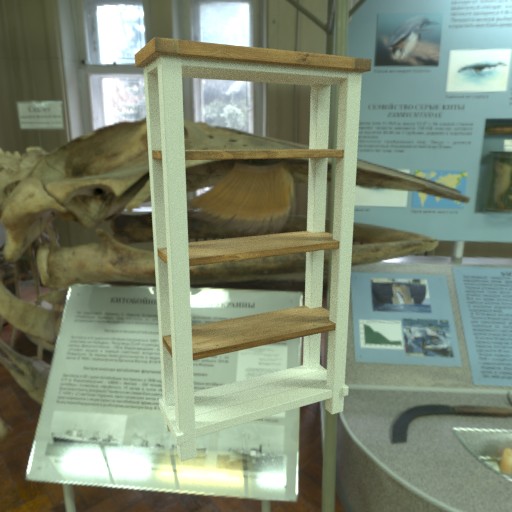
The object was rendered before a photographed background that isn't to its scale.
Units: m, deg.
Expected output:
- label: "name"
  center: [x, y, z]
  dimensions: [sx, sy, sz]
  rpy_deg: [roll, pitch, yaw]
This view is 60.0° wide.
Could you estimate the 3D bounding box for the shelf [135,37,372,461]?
- label: "shelf"
  center: [0.000, 0.000, 2.258]
  dimensions: [1.022, 1.878, 0.381]
  rpy_deg: [-7, 16, -25]
